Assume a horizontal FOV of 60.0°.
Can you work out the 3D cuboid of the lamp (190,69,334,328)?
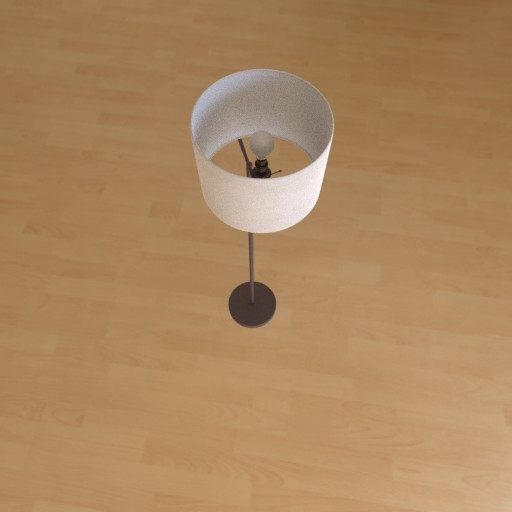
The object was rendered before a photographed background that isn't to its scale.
[{"bbox_3d":[0.000,0.000,1.735,0.324,1.600,0.416,-15,65,-7],"label":"lamp"}]
